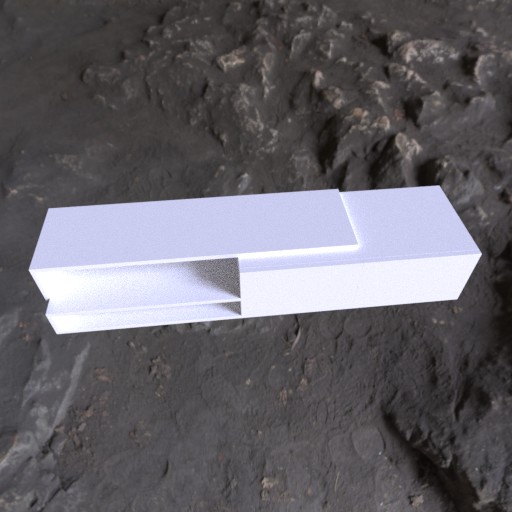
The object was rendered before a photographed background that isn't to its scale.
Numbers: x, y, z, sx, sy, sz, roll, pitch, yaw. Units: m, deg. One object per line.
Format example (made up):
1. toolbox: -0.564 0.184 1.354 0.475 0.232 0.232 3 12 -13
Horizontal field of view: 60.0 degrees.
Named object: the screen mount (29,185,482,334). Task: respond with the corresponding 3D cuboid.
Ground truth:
1. screen mount: 0.000 0.000 1.867 1.680 0.320 0.420 -4 47 -4
